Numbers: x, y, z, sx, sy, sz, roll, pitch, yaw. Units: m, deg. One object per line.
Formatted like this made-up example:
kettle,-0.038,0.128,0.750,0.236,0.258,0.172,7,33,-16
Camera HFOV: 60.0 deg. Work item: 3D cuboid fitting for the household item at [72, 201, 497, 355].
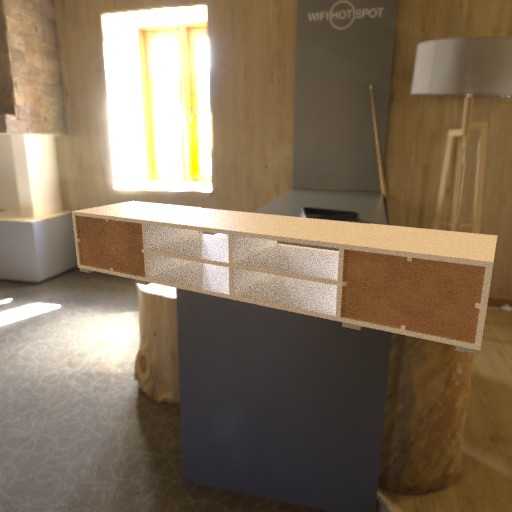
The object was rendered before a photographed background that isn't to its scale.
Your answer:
household item,0.000,0.000,1.969,1.850,0.310,0.420,8,17,28
